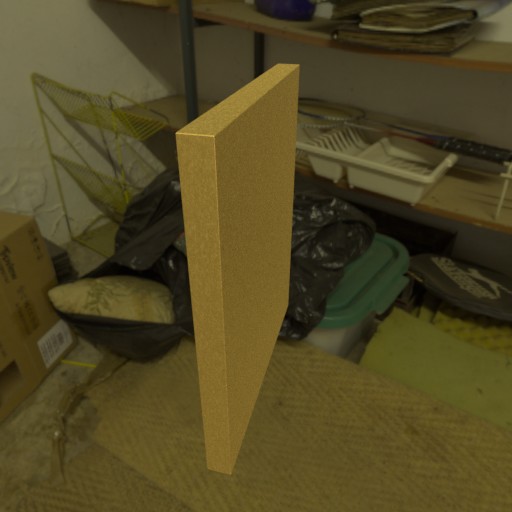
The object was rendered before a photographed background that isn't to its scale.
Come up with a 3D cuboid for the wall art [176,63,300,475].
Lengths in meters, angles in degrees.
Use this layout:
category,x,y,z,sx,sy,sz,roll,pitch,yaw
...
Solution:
category,x,y,z,sx,sy,sz,roll,pitch,yaw
wall art,0.000,0.000,0.891,0.048,0.642,0.537,8,32,13
